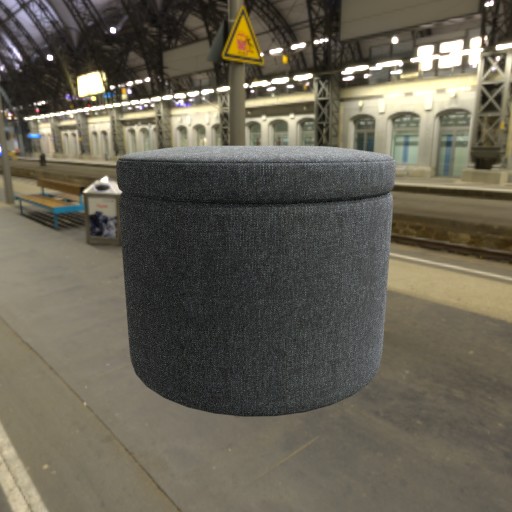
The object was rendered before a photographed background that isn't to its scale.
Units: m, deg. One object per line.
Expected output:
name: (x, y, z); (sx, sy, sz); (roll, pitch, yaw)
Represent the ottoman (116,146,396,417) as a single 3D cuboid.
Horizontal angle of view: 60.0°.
ottoman: (0.000, 0.000, 0.870); (0.500, 0.419, 0.500); (0, 14, 0)
